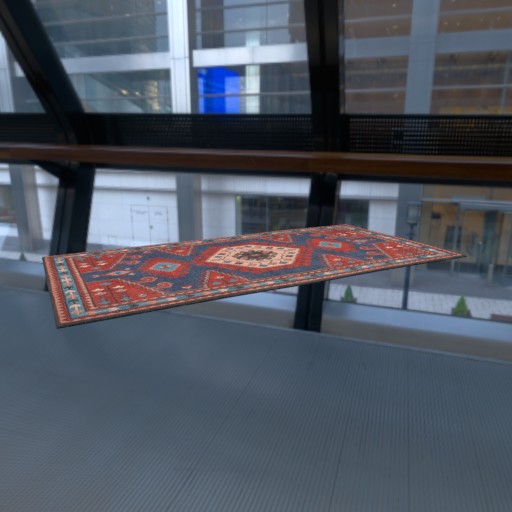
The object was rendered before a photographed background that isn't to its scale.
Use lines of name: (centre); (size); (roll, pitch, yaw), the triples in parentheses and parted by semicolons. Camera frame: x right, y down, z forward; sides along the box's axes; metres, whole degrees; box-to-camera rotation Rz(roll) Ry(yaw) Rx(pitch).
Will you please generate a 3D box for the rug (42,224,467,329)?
rug: (0.000, 0.000, 3.533); (3.032, 0.034, 1.522); (-8, 17, -27)
